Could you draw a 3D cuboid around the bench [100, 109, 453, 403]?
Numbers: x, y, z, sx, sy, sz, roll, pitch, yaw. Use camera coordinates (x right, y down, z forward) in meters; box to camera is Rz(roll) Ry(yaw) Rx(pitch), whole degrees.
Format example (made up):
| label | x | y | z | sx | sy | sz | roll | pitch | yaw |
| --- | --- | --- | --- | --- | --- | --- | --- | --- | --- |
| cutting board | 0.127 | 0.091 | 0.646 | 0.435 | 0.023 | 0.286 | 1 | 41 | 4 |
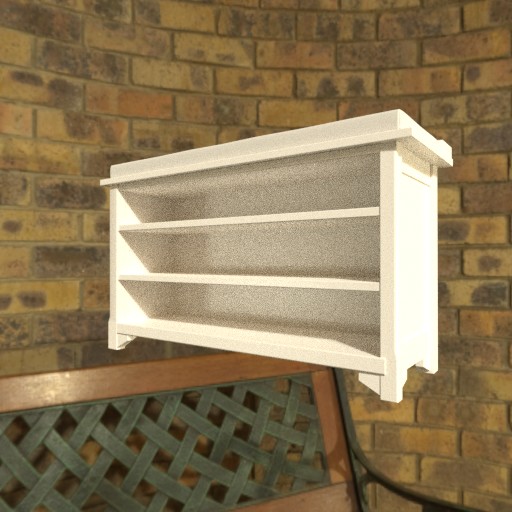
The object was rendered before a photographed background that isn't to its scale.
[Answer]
| label | x | y | z | sx | sy | sz | roll | pitch | yaw |
| --- | --- | --- | --- | --- | --- | --- | --- | --- | --- |
| bench | 0.000 | 0.000 | 1.277 | 0.987 | 0.589 | 0.346 | 0 | 0 | 36 |
